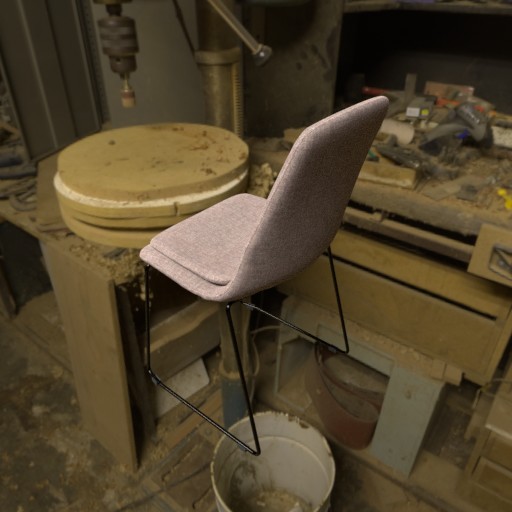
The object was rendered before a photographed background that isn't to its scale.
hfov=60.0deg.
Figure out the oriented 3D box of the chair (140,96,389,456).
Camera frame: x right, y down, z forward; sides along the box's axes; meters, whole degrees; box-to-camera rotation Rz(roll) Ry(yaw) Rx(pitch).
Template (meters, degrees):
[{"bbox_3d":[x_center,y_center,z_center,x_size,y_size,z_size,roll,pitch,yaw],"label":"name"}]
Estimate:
[{"bbox_3d":[0.000,0.000,1.166,0.518,0.858,0.479,24,40,32],"label":"chair"}]
